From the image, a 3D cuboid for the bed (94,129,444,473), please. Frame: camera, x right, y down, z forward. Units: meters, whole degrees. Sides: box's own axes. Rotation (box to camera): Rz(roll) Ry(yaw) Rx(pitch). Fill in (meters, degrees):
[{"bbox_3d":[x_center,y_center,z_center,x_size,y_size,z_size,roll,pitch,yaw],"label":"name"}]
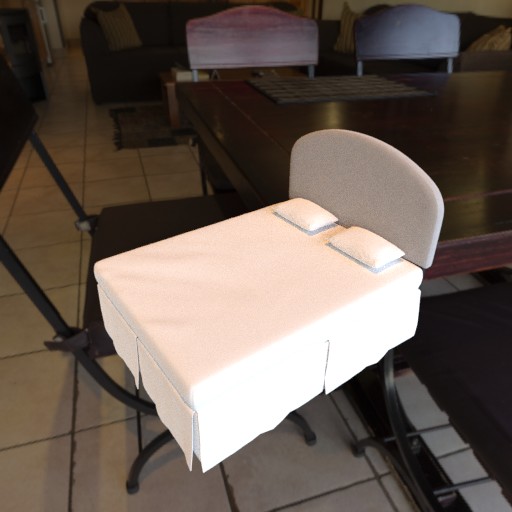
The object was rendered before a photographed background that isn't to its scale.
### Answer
[{"bbox_3d":[0.000,0.000,3.154,2.005,1.410,1.607,-21,37,-30],"label":"bed"}]
